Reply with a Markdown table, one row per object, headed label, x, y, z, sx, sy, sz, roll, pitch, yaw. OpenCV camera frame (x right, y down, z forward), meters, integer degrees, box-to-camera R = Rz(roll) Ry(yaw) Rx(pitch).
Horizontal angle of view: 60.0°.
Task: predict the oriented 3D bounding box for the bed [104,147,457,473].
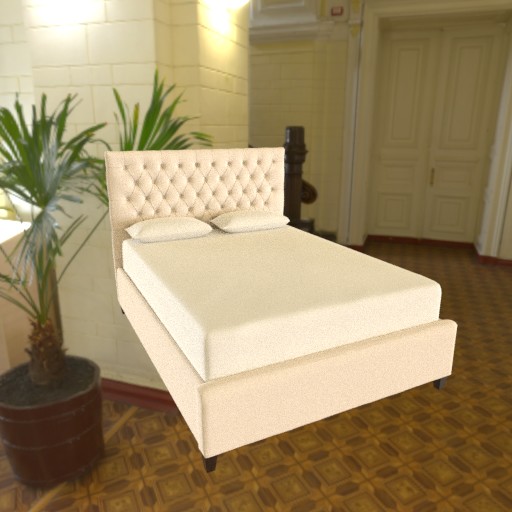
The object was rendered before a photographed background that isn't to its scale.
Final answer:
| label | x | y | z | sx | sy | sz | roll | pitch | yaw |
| --- | --- | --- | --- | --- | --- | --- | --- | --- | --- |
| bed | 0.000 | 0.000 | 3.240 | 1.696 | 1.426 | 2.233 | -8 | 18 | -26 |
